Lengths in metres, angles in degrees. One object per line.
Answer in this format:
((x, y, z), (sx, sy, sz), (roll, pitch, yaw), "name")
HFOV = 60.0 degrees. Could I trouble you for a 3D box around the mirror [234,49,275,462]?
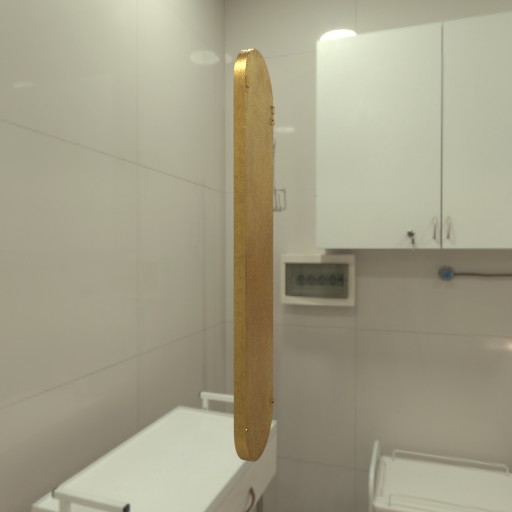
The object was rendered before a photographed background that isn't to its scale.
((0.000, 0.000, 1.091), (0.032, 0.991, 0.222), (0, 1, 19), "mirror")
